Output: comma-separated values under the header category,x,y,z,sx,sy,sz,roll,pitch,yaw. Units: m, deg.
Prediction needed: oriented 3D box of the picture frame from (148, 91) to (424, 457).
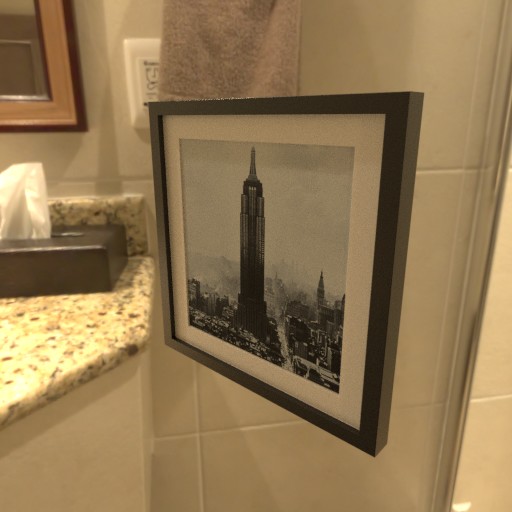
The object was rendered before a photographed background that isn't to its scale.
category,x,y,z,sx,sy,sz,roll,pitch,yaw
picture frame,0.000,0.000,0.526,0.355,0.353,0.029,15,23,40
